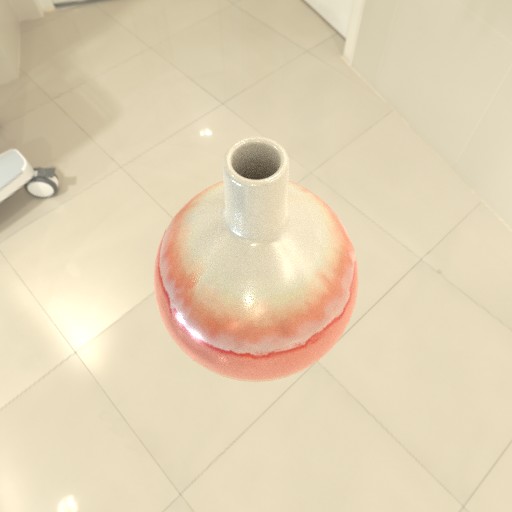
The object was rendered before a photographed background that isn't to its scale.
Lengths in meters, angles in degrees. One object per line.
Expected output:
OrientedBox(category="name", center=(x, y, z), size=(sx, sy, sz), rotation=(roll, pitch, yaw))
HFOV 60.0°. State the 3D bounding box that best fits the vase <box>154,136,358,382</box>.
OrientedBox(category="vase", center=(0.000, 0.000, 0.277), size=(0.137, 0.176, 0.137), rotation=(0, 60, 0))
